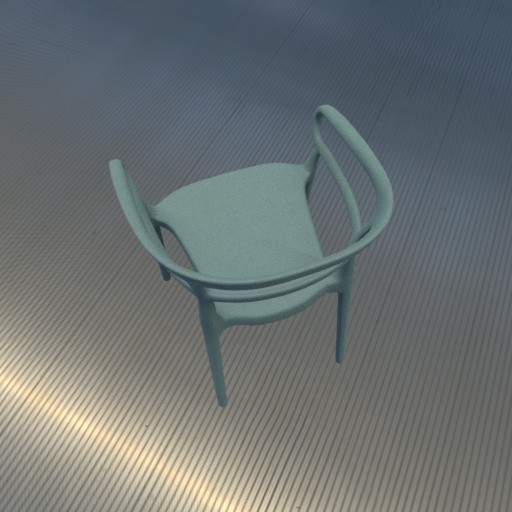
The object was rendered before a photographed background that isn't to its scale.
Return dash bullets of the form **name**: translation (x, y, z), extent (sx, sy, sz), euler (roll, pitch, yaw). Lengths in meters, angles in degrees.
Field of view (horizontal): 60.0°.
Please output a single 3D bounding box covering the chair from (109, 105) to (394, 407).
- **chair**: translation (0.000, 0.000, 1.160), extent (0.559, 0.761, 0.527), euler (-18, 61, -10)
